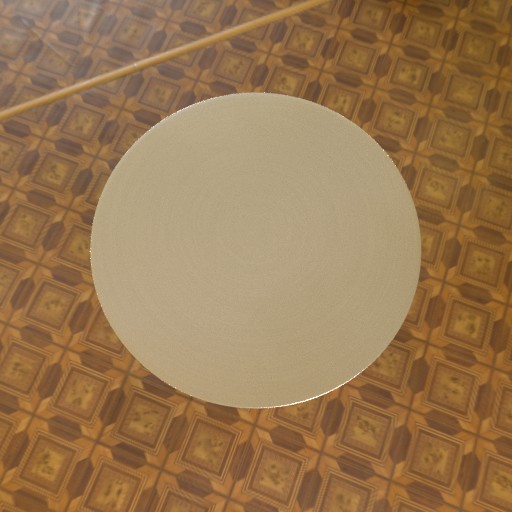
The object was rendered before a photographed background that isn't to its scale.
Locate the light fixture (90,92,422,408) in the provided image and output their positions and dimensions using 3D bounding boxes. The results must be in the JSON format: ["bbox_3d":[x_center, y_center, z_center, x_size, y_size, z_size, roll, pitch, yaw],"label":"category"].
[{"bbox_3d":[0.000,0.000,0.440,0.280,0.135,0.280,0,74,0],"label":"light fixture"}]
